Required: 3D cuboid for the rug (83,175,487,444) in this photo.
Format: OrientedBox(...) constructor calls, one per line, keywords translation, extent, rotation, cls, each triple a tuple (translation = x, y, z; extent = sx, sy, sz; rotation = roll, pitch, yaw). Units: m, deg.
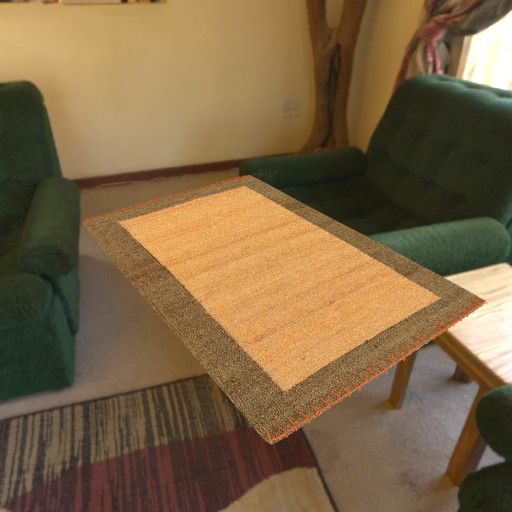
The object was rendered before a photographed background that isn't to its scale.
OrientedBox(translation=(0.000, 0.000, 2.274), extent=(1.220, 0.019, 1.838), rotation=(-21, 38, -30), cls="rug")
